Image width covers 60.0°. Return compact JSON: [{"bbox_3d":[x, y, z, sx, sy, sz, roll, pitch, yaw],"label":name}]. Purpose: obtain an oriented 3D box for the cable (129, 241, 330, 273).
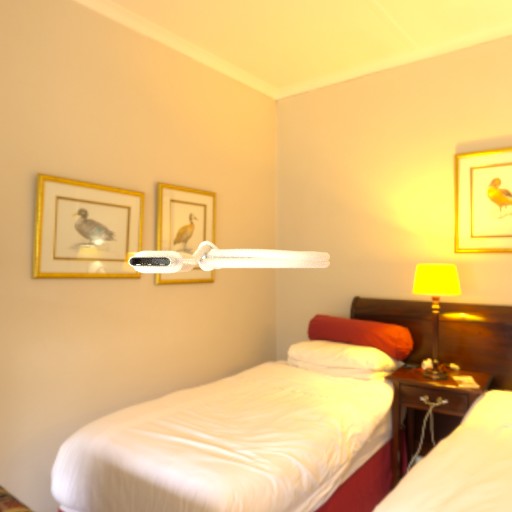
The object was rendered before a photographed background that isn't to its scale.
[{"bbox_3d":[0.000,0.000,0.209,0.070,0.014,0.186,0,-1,0],"label":"cable"}]
